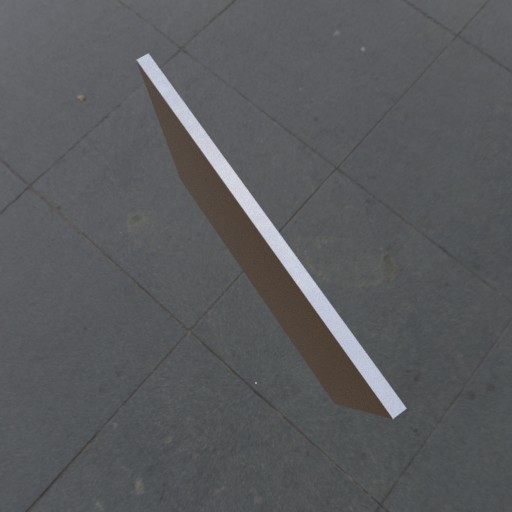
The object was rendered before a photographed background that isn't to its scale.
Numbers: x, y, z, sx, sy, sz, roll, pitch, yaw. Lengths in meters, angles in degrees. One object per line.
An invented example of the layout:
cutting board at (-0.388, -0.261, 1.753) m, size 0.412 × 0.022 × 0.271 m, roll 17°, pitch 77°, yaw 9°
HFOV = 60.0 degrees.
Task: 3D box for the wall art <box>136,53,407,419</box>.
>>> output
wall art at (0.000, 0.000, 1.483) m, size 0.041 × 0.762 × 1.145 m, roll -33°, pitch 77°, yaw -9°
